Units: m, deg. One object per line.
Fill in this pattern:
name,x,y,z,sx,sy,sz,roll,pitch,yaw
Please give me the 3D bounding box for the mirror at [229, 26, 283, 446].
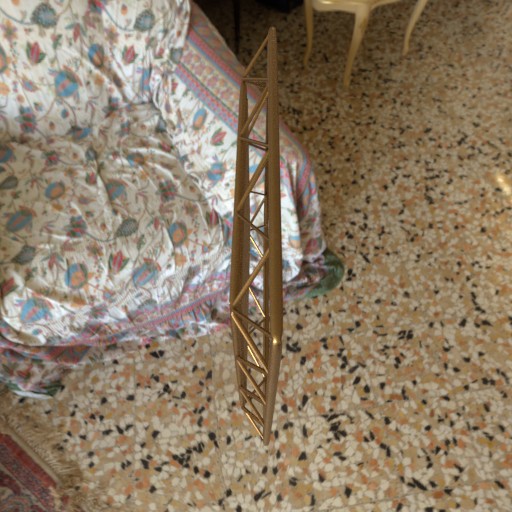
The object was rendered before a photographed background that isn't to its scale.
mirror,0.000,0.000,0.604,0.046,0.414,0.416,1,57,0
